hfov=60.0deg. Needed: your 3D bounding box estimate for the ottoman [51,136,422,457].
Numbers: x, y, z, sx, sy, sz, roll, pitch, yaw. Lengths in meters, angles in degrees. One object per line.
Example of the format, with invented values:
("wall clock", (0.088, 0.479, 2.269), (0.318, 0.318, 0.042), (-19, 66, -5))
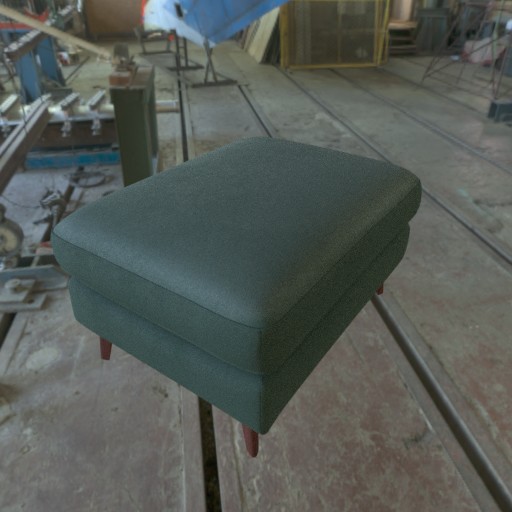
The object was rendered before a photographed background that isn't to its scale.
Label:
("ottoman", (0.000, 0.000, 1.175), (0.608, 0.449, 0.811), (21, 38, 29))
